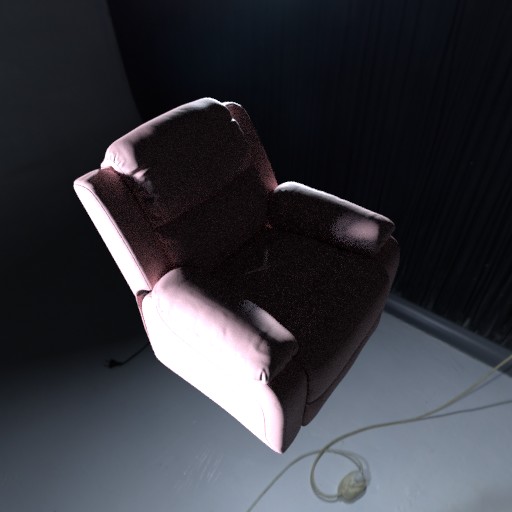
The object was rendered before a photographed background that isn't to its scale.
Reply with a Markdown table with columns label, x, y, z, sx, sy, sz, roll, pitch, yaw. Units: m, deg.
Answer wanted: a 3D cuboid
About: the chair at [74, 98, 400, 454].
| label | x | y | z | sx | sy | sz | roll | pitch | yaw |
| --- | --- | --- | --- | --- | --- | --- | --- | --- | --- |
| chair | 0.000 | 0.000 | 1.287 | 0.709 | 0.702 | 0.680 | 27 | 49 | 26 |
